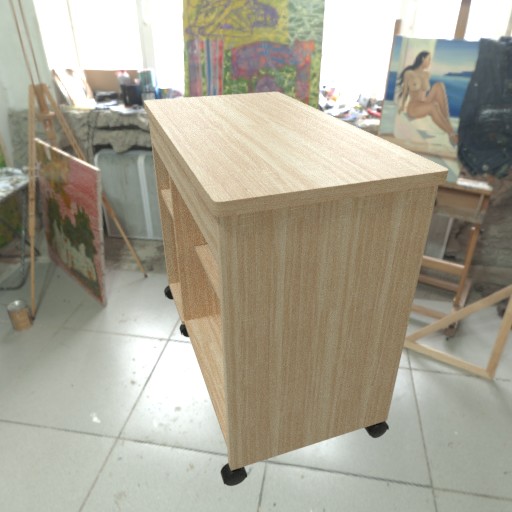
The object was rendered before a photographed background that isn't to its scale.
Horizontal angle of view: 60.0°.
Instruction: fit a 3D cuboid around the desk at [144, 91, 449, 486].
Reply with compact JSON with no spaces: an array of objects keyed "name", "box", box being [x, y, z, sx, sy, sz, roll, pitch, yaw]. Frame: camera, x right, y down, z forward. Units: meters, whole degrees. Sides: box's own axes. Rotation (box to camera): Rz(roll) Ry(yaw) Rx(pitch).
[{"name":"desk","box":[0.000,0.000,1.332,0.480,0.770,0.884,-10,32,-17]}]
